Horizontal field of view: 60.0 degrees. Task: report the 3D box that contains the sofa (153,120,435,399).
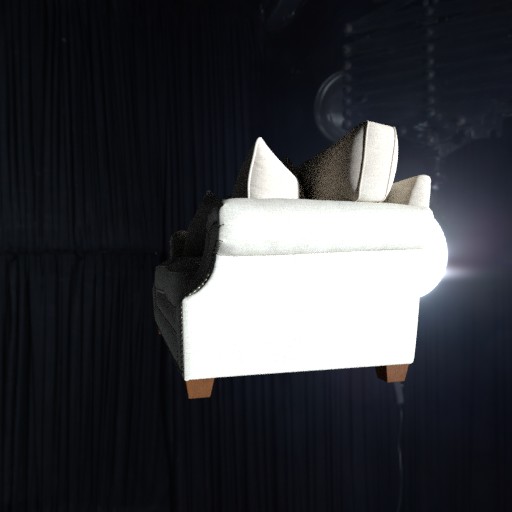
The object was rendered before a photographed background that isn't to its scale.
[{"bbox_3d":[0.000,0.000,2.289,0.966,0.966,1.701,0,-1,-16],"label":"sofa"}]
